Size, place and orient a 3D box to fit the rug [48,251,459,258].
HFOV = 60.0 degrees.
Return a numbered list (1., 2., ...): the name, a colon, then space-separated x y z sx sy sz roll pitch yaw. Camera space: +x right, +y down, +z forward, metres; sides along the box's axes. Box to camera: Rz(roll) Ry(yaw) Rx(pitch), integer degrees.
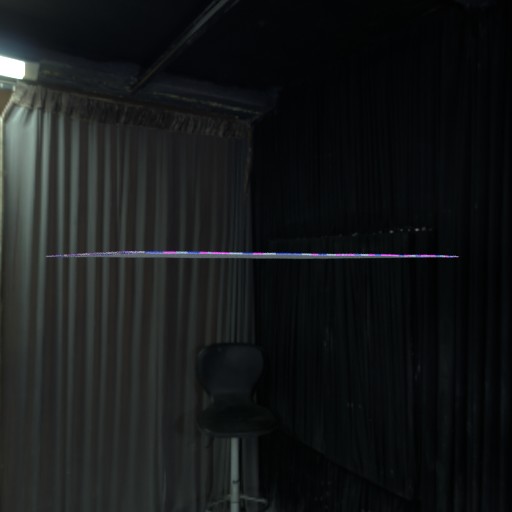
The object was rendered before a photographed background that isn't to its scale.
1. rug: 0.000 0.000 2.971 2.350 0.013 1.539 1 -1 -36
